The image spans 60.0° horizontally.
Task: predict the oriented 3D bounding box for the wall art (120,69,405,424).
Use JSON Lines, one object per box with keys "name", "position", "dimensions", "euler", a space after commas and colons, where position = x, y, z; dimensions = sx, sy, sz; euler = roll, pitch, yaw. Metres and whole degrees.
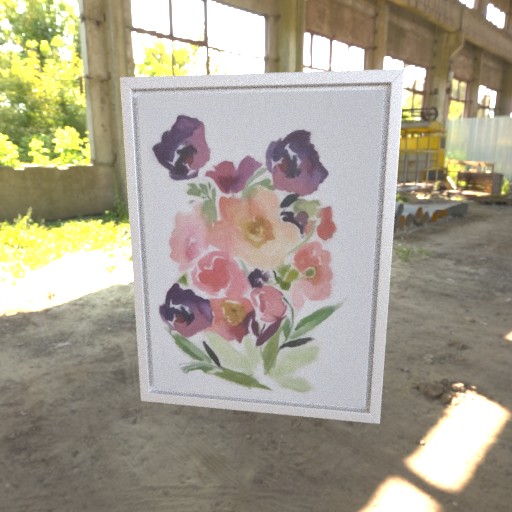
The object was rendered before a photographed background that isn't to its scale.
{"name": "wall art", "position": [0.000, 0.000, 1.374], "dimensions": [0.805, 1.056, 0.042], "euler": [2, 13, 9]}
